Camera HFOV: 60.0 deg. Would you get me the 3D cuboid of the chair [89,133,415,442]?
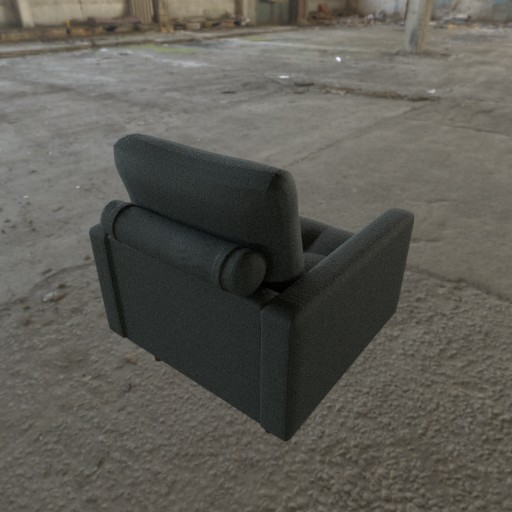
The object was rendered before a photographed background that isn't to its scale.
[{"bbox_3d":[0.000,0.000,1.564,0.821,0.880,0.843,21,37,32],"label":"chair"}]
